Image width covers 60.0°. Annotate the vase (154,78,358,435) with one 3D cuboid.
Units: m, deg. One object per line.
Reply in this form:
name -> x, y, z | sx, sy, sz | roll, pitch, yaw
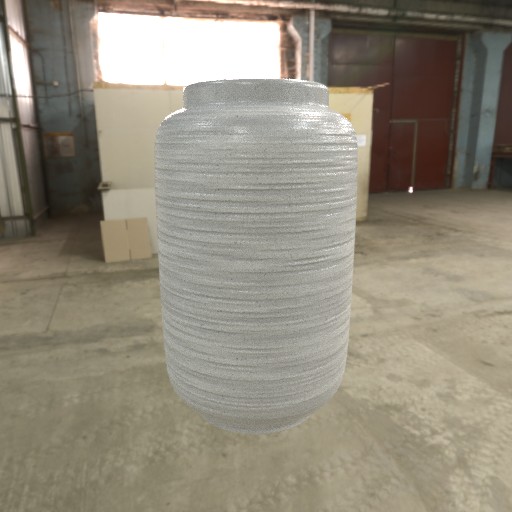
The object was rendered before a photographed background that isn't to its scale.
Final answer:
vase -> 0.000, 0.000, 0.469 | 0.202, 0.335, 0.202 | 0, 15, 0
